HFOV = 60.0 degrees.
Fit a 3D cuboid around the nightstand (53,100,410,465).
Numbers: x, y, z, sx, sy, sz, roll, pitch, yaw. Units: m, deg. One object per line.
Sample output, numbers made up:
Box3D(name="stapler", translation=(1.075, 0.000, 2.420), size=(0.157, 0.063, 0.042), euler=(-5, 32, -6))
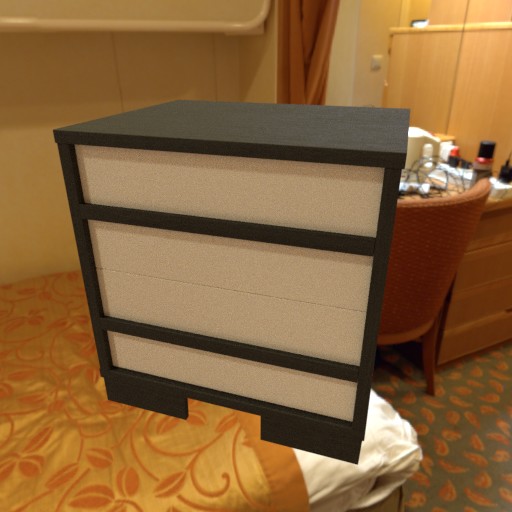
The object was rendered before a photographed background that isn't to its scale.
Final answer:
Box3D(name="nightstand", translation=(0.000, 0.000, 0.743), size=(0.427, 0.448, 0.347), euler=(8, 27, 16))
